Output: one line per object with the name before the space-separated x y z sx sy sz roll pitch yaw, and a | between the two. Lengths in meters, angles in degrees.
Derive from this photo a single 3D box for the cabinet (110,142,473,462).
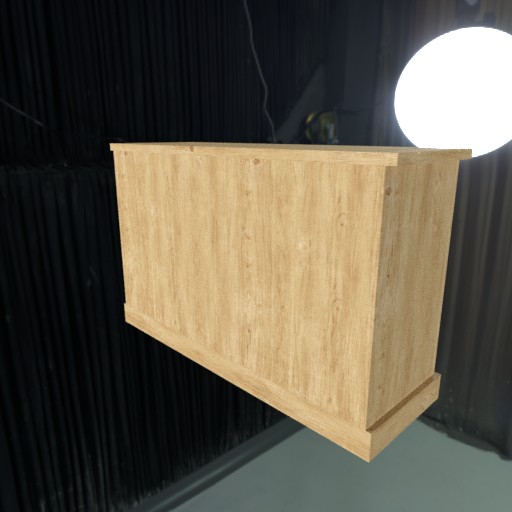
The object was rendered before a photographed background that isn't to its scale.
cabinet | 0.000 0.000 1.675 0.432 0.810 1.321 -15 21 -43
